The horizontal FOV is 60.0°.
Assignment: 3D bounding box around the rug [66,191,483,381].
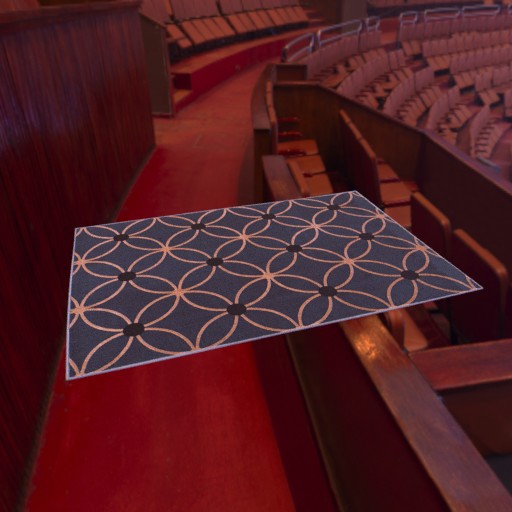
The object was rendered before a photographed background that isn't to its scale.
[{"bbox_3d":[0.000,0.000,2.880,2.284,0.008,1.522,-10,33,-15],"label":"rug"}]
